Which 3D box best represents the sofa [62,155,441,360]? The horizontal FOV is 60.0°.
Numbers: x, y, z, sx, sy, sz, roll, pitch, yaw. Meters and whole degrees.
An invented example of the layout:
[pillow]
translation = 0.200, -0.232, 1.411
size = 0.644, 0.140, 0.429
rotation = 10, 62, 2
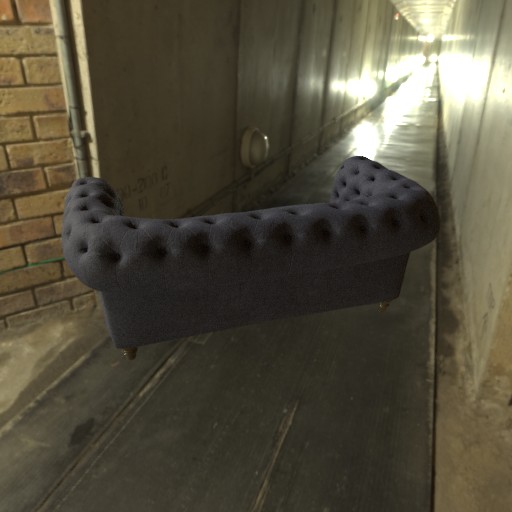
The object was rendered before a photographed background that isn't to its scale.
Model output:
[sofa]
translation = 0.000, 0.000, 2.531
size = 1.988, 0.833, 1.082
rotation = -8, 27, -15
